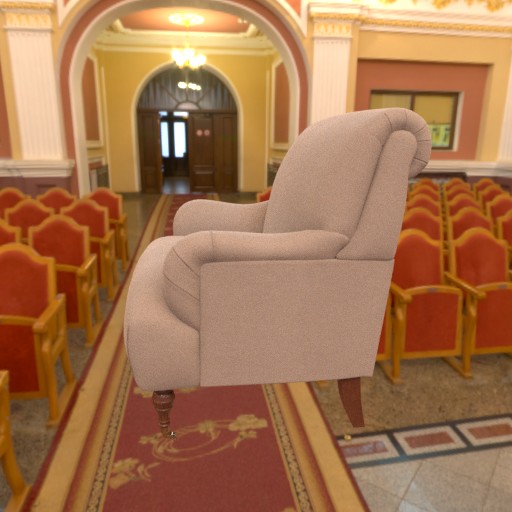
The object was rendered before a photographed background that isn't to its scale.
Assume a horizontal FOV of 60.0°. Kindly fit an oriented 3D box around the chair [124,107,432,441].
[{"bbox_3d":[0.000,0.000,1.520,0.842,0.942,0.766,-2,15,-8],"label":"chair"}]
